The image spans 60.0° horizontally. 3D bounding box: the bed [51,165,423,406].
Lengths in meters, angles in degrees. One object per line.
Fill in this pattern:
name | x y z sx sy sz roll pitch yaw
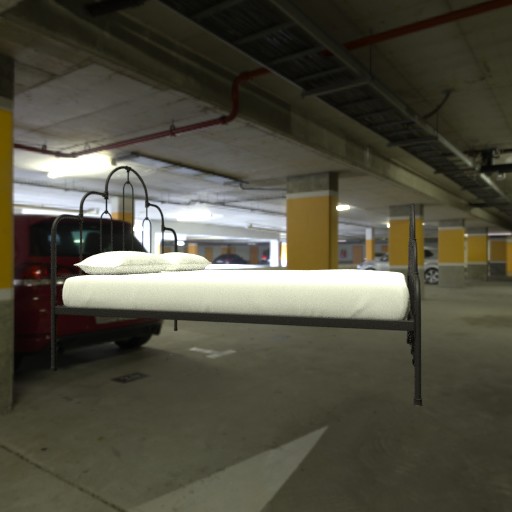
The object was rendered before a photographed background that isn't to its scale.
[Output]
bed | 0.000 0.000 3.191 2.163 1.429 1.640 0 0 18
